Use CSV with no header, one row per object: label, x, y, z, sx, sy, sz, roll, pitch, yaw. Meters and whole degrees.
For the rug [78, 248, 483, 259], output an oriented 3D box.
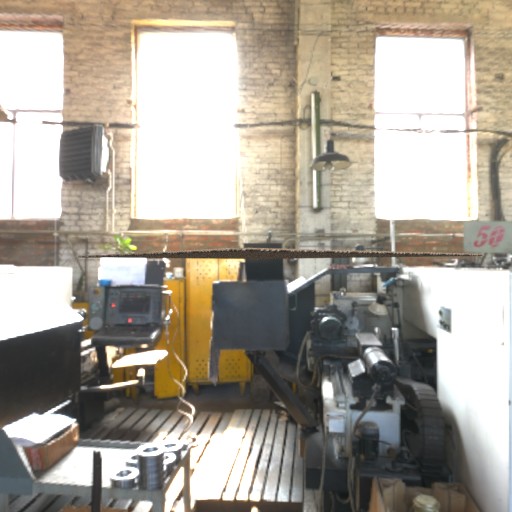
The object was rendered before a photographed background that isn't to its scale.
rug,0.000,0.000,3.941,2.306,0.017,2.902,1,-1,-36
